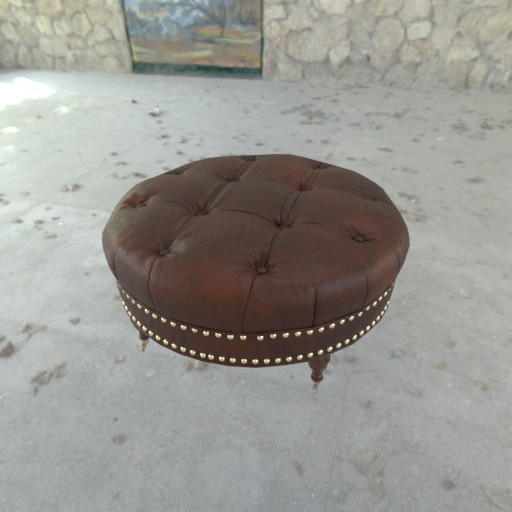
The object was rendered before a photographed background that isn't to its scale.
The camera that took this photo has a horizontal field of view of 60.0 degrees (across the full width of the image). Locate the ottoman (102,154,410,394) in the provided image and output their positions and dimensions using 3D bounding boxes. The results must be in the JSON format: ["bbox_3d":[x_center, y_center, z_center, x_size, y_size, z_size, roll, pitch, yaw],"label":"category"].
[{"bbox_3d":[0.000,0.000,1.401,0.901,0.455,0.901,0,32,0],"label":"ottoman"}]
